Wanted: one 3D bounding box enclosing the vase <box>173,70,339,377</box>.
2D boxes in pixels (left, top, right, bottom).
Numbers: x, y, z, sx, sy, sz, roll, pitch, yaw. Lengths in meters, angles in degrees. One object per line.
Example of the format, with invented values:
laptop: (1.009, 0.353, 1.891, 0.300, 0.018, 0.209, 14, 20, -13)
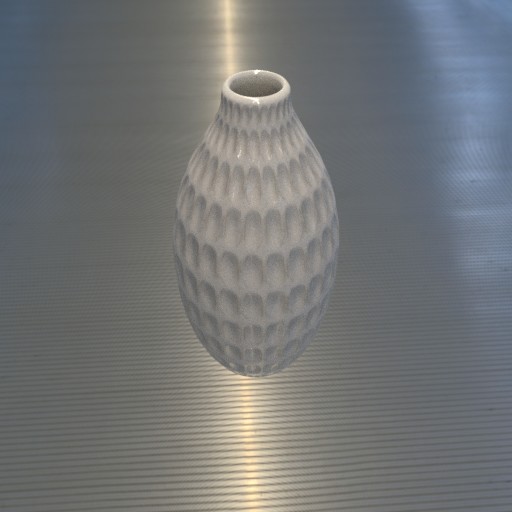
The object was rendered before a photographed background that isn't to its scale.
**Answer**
vase: (0.000, 0.000, 0.350, 0.127, 0.282, 0.127, 0, 47, 0)
